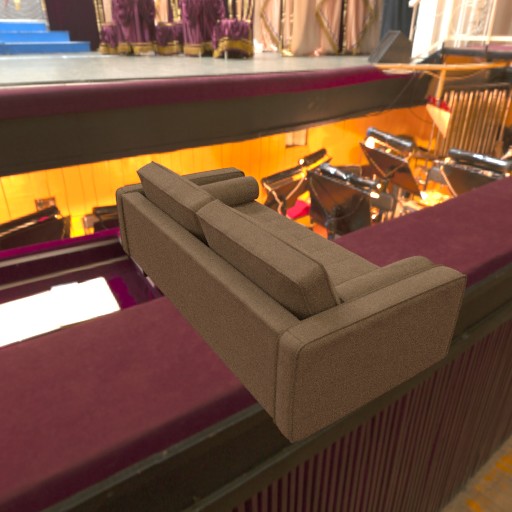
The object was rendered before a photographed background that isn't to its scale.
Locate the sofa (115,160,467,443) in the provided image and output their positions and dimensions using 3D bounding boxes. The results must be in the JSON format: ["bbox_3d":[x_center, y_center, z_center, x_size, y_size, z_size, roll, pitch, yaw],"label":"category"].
[{"bbox_3d":[0.000,0.000,2.374,0.914,0.762,1.879,-17,32,-29],"label":"sofa"}]
